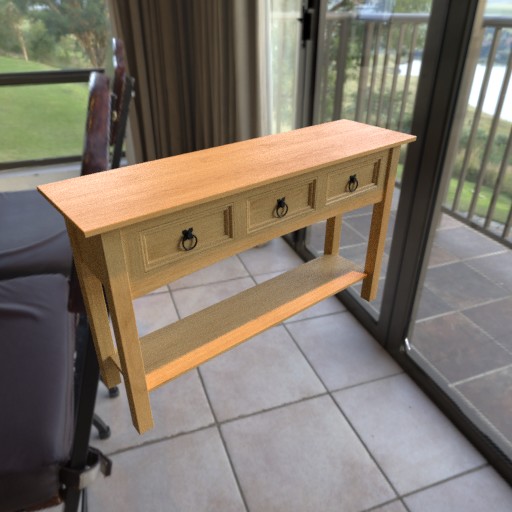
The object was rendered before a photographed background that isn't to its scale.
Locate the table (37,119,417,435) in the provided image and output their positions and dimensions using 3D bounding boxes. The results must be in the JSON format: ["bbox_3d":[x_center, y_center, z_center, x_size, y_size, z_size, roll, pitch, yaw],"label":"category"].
[{"bbox_3d":[0.000,0.000,1.597,1.240,0.730,0.350,-22,37,-33],"label":"table"}]
